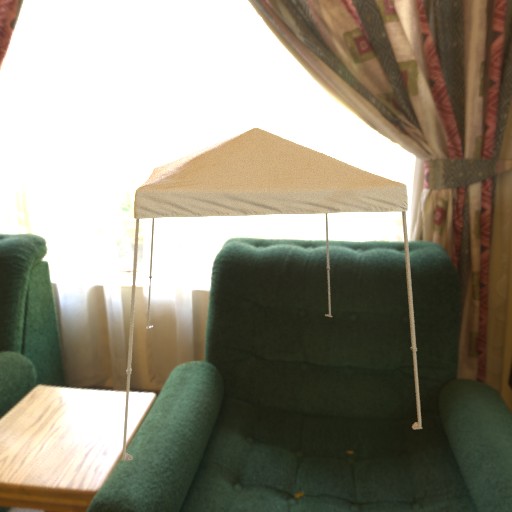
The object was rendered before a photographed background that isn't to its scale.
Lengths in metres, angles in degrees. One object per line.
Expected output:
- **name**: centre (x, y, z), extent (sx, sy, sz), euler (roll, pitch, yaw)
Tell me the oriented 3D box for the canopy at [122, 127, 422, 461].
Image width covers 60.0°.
- **canopy**: centre (0.000, 0.000, 6.443), extent (3.600, 3.600, 3.599), euler (-2, 16, -9)
